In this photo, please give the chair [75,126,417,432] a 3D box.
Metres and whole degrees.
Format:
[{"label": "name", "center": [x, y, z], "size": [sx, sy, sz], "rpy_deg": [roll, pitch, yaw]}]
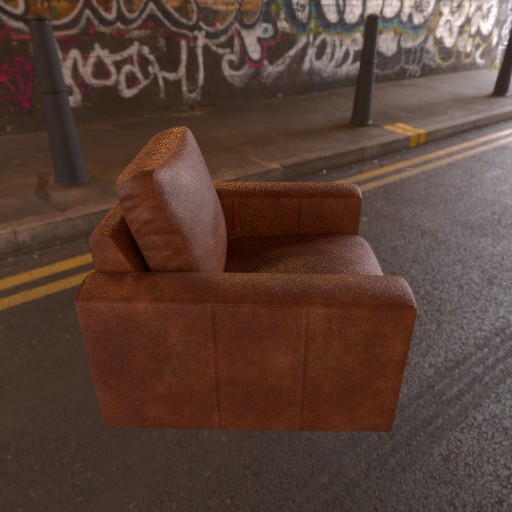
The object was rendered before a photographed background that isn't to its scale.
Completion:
[{"label": "chair", "center": [0.000, 0.000, 1.736], "size": [1.016, 0.873, 1.005], "rpy_deg": [1, 29, 1]}]
